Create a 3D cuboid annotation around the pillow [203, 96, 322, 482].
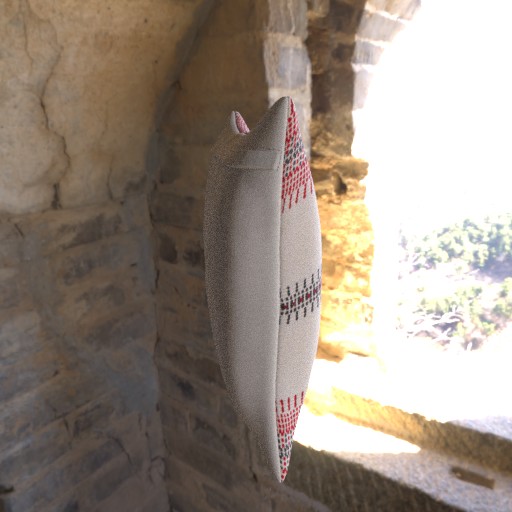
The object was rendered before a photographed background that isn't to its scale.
[{"bbox_3d":[0.000,0.000,0.706,0.160,0.454,0.463,-3,16,-9],"label":"pillow"}]
